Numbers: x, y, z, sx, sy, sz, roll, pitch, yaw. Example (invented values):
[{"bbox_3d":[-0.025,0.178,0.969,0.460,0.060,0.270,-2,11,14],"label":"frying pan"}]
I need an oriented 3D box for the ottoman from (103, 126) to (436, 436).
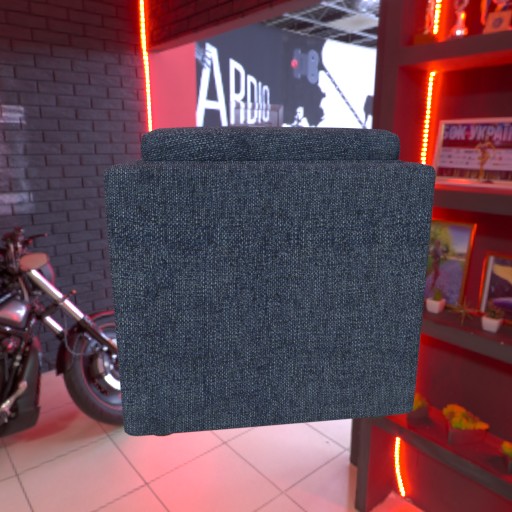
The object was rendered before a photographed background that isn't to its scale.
[{"bbox_3d":[0.000,0.000,0.831,0.450,0.460,0.450,-2,14,-7],"label":"ottoman"}]
